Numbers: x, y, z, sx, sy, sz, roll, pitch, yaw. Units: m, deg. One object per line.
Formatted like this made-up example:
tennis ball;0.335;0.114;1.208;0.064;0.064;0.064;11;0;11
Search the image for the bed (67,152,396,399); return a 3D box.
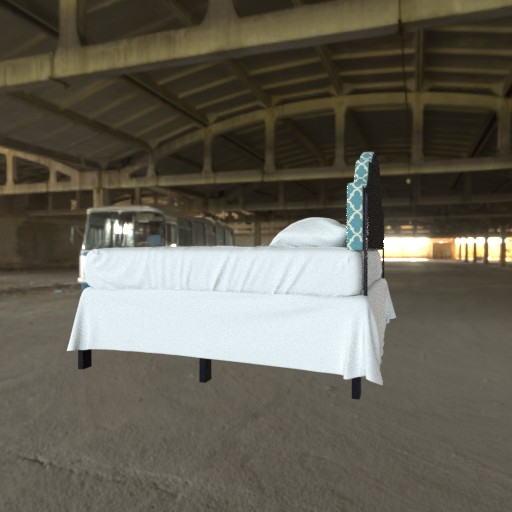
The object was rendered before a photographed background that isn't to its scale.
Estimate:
bed;0.000;0.000;3.780;2.222;1.601;2.314;0;1;19
